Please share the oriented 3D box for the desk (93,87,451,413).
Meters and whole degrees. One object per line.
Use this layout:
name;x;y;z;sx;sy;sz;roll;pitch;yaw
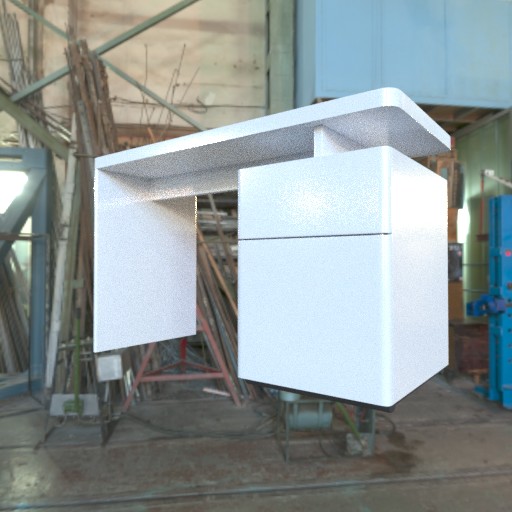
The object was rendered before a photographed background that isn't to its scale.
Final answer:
desk;0.000;0.000;1.580;1.200;0.760;0.550;-1;-1;37
